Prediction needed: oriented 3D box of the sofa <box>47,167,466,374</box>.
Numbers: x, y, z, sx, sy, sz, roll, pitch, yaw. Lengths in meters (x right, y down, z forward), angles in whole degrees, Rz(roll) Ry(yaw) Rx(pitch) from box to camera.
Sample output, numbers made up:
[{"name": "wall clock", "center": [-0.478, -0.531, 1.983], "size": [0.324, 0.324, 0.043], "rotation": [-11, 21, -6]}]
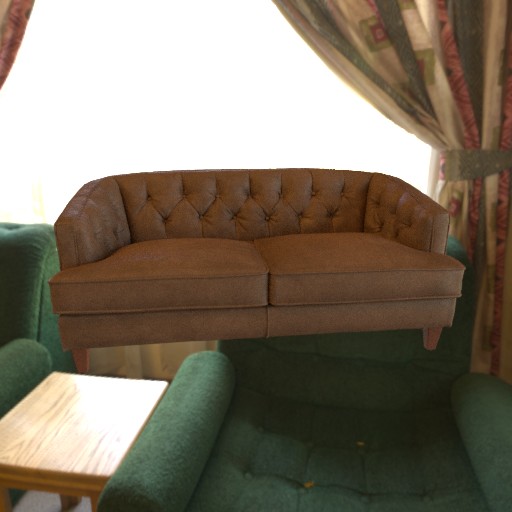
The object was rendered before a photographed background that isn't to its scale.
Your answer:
[{"name": "sofa", "center": [0.000, 0.000, 2.244], "size": [1.767, 0.799, 0.917], "rotation": [-2, 17, -7]}]
